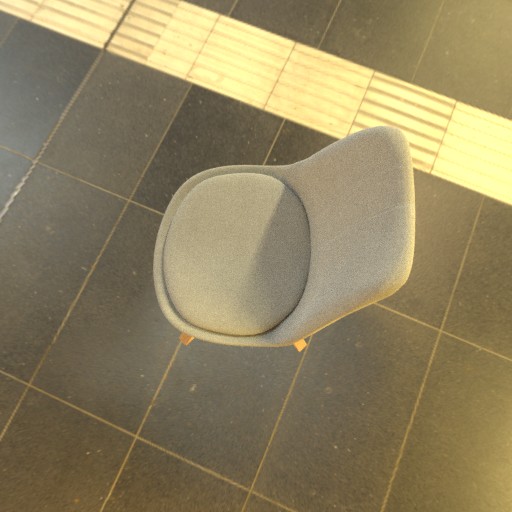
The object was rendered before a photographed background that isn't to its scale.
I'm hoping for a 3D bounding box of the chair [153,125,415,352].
[{"bbox_3d":[0.000,0.000,1.169,0.549,0.863,0.474,4,75,1],"label":"chair"}]
